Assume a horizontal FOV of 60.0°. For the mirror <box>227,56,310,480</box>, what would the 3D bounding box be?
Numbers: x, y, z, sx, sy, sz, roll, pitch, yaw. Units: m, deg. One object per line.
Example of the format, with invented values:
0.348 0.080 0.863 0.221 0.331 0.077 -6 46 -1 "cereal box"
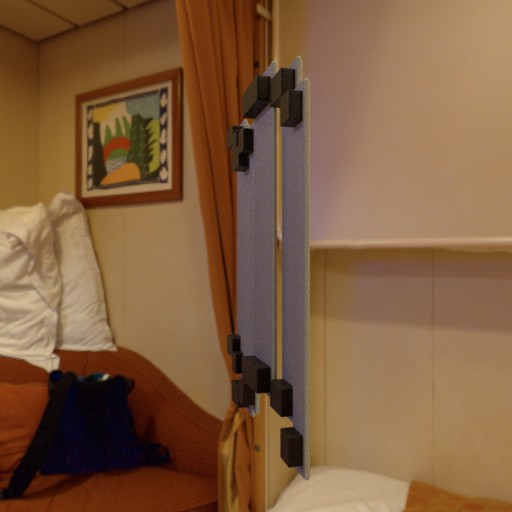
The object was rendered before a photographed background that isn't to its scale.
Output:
0.000 0.000 0.798 0.058 0.611 0.445 0 -1 -17 "mirror"
